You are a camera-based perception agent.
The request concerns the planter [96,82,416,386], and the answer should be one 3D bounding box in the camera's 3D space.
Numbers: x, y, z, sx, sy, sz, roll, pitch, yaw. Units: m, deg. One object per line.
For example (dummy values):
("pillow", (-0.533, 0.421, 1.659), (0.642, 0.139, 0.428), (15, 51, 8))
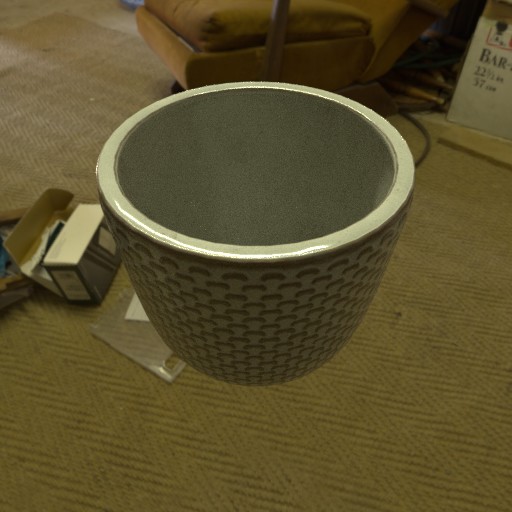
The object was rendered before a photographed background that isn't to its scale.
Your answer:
("planter", (0.000, 0.000, 0.343), (0.197, 0.191, 0.197), (0, 46, 0))
